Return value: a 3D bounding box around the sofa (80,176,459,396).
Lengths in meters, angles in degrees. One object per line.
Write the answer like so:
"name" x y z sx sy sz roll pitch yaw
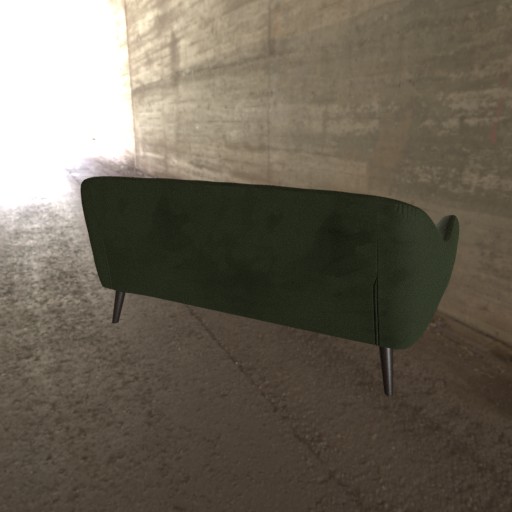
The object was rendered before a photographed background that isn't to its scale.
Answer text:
"sofa" 0.000 0.000 2.262 1.840 0.836 0.820 8 18 26
